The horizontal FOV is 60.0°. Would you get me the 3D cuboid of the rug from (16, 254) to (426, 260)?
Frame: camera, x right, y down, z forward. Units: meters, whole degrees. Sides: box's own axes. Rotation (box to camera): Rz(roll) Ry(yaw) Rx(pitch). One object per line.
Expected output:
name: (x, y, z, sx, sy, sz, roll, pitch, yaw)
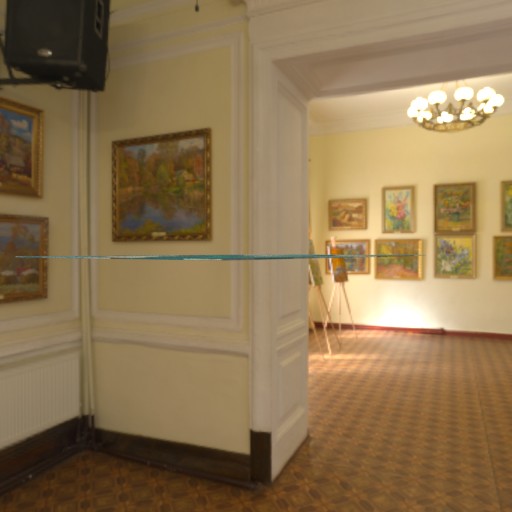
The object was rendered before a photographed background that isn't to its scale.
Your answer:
rug: (0.000, 0.000, 2.961, 1.528, 0.005, 2.420, 0, 1, 37)
